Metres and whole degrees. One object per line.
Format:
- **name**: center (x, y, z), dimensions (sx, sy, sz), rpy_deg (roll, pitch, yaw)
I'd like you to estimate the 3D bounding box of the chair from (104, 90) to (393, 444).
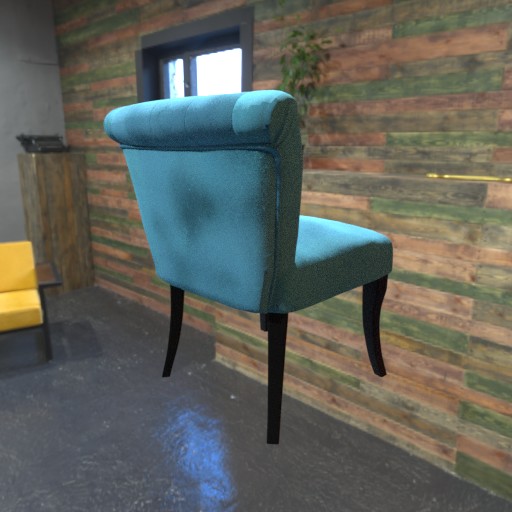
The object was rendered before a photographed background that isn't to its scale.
- **chair**: center (0.000, 0.000, 1.171), dimensions (0.582, 0.750, 0.605), rpy_deg (13, 19, 43)
